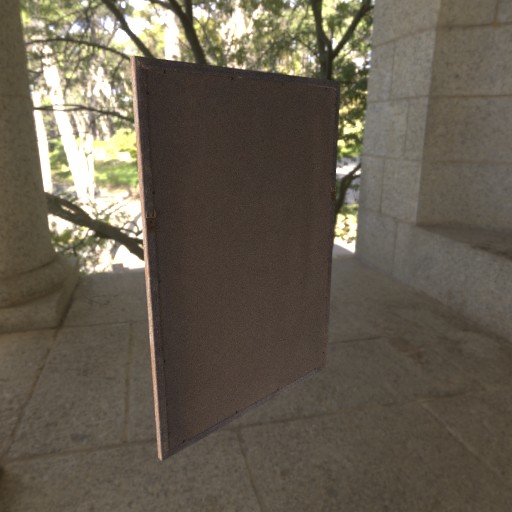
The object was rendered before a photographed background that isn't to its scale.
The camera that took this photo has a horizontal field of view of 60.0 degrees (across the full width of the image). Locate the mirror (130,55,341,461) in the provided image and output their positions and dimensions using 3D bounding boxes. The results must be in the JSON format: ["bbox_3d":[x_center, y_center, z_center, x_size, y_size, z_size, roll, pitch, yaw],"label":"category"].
[{"bbox_3d":[0.000,0.000,1.284,0.705,0.996,0.025,-14,21,-41],"label":"mirror"}]
